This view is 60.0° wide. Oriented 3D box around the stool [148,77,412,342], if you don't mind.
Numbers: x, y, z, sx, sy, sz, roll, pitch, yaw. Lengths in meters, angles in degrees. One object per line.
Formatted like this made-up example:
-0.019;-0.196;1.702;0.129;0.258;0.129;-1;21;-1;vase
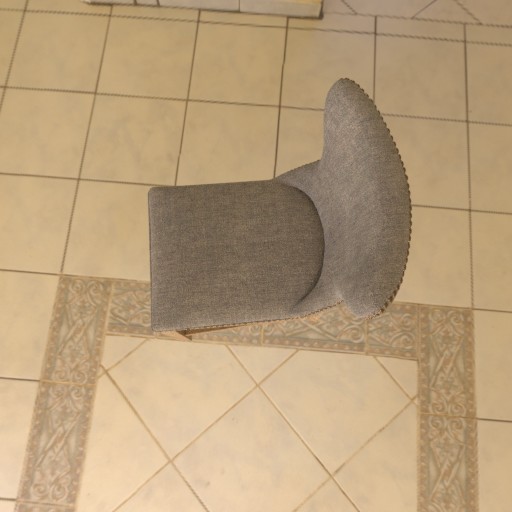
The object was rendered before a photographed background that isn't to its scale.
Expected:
0.000;0.000;1.309;0.608;0.981;0.498;-5;76;-1;stool
